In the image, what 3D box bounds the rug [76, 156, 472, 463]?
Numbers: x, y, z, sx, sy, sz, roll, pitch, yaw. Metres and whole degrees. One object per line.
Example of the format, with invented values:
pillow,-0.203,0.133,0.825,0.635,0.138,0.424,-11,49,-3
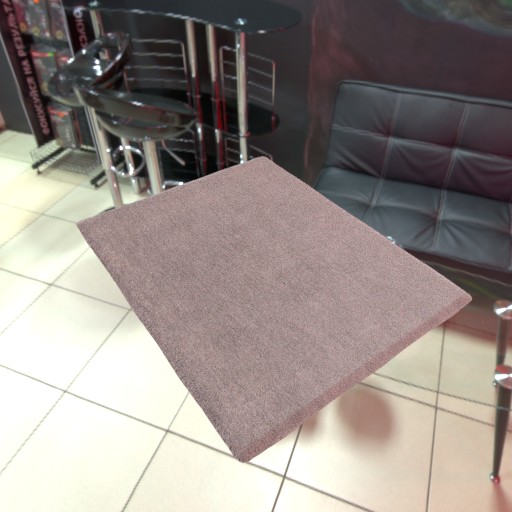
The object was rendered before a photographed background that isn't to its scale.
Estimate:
rug,0.000,0.000,3.991,2.332,0.027,2.933,-26,47,-26
